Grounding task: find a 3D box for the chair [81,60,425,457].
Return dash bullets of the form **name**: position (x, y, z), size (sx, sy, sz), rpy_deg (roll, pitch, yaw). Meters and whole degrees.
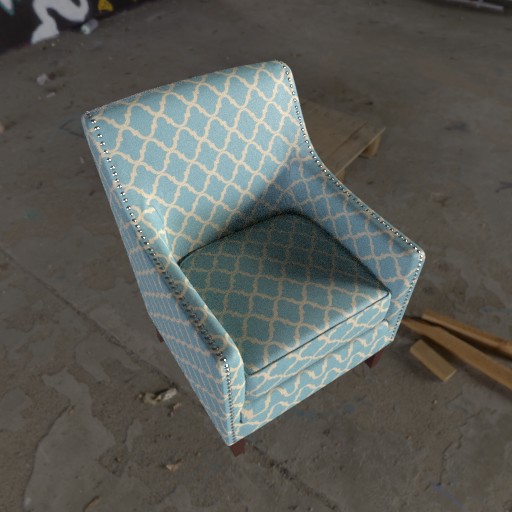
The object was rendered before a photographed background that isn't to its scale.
- **chair**: position (0.000, 0.000, 1.299), size (0.617, 0.817, 0.686), rpy_deg (-25, 51, -22)
